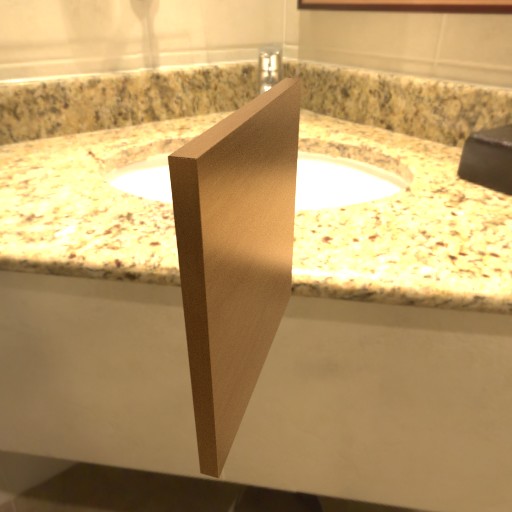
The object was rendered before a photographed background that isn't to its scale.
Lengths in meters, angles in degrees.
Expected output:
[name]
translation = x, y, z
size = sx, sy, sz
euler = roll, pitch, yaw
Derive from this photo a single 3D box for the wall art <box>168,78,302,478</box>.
[wall art]
translation = 0.000, 0.000, 0.459
size = 0.019, 0.302, 0.302
euler = 9, 31, 14
